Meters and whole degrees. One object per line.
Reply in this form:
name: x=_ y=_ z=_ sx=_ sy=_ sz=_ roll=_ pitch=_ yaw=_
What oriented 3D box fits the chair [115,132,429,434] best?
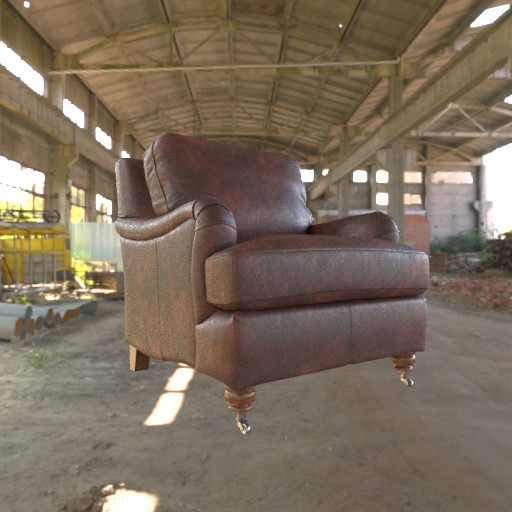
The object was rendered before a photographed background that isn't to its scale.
chair: x=0.000 y=0.000 z=1.960 sx=0.987 sy=1.051 sz=1.156 roll=0 pitch=0 yaw=-36
